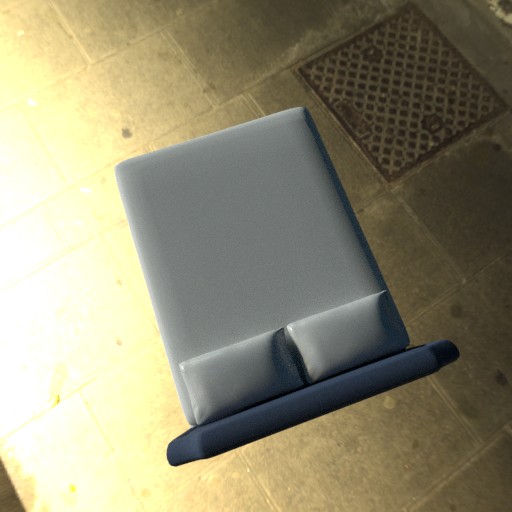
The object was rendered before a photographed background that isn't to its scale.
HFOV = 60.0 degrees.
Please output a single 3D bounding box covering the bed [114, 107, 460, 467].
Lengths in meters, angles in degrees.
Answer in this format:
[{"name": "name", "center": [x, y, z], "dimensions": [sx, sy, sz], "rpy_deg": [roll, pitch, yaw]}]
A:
[{"name": "bed", "center": [0.000, 0.000, 3.261], "dimensions": [1.831, 1.297, 2.260], "rpy_deg": [-19, 75, -5]}]
